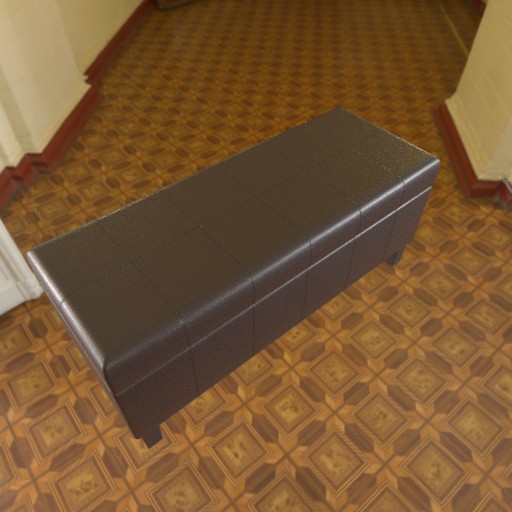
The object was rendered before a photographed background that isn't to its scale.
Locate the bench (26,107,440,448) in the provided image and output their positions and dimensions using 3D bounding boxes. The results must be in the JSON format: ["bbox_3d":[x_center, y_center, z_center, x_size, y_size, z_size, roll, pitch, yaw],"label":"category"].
[{"bbox_3d":[0.000,0.000,1.334,1.092,0.457,0.429,-31,54,-26],"label":"bench"}]
